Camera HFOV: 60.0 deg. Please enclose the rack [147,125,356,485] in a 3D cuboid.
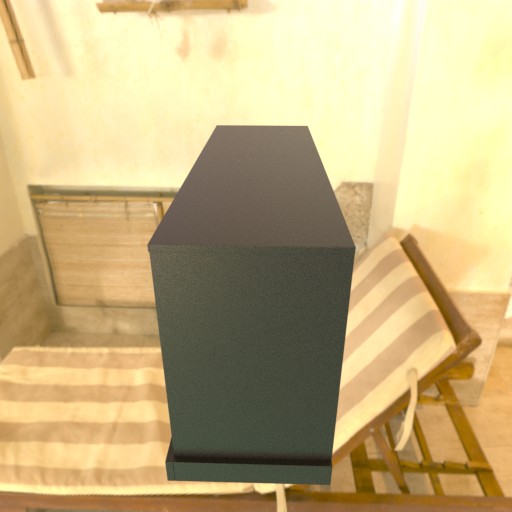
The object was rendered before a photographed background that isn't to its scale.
[{"bbox_3d":[0.000,0.000,1.479,0.399,0.635,1.206,1,27,2],"label":"rack"}]
